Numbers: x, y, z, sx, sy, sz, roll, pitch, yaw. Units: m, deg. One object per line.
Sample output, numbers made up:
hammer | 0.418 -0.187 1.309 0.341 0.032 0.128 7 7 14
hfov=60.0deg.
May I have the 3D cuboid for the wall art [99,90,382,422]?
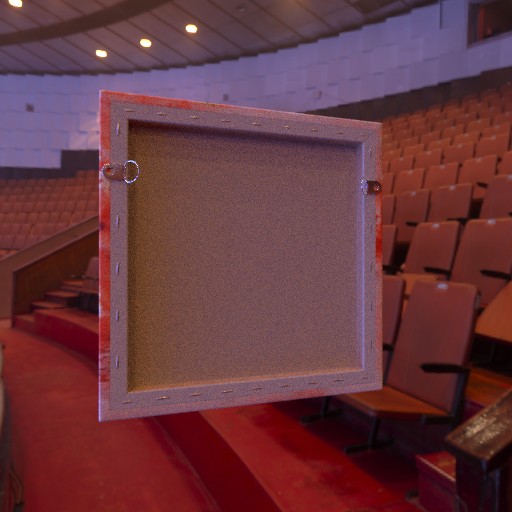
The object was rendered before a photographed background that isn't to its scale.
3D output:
wall art | 0.000 0.000 1.120 0.747 0.746 0.064 0 0 -19
